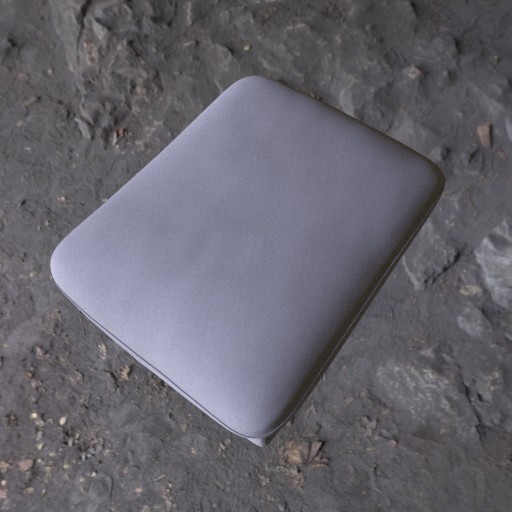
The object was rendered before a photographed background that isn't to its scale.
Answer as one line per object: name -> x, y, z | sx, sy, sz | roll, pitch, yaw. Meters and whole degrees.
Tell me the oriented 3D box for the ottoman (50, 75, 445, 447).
ottoman -> 0.000, 0.000, 1.110 | 0.593, 0.478, 0.747 | 33, 68, 16
